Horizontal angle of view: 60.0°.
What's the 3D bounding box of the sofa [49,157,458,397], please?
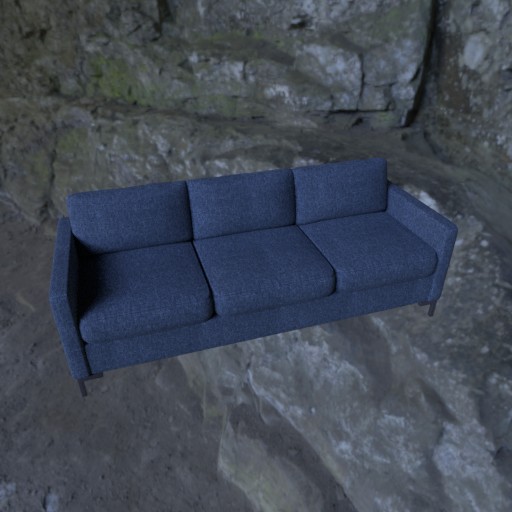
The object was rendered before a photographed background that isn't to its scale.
[{"bbox_3d":[0.000,0.000,2.709,2.218,0.874,0.859,-10,33,-15],"label":"sofa"}]
